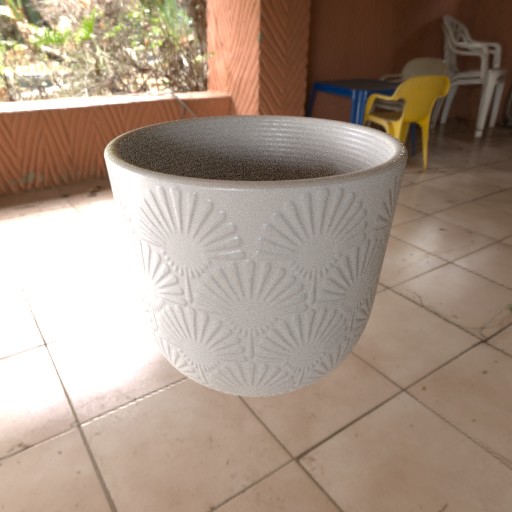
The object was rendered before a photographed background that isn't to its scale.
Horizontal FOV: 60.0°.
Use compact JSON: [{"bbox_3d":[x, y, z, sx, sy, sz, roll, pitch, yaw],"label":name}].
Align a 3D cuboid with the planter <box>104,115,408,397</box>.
[{"bbox_3d":[0.000,0.000,0.292,0.170,0.152,0.170,0,27,0],"label":"planter"}]
